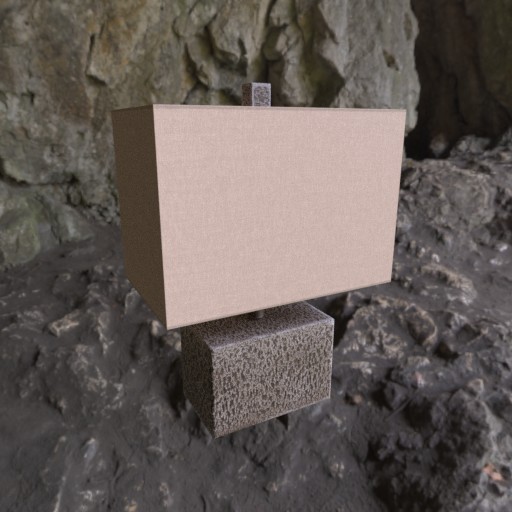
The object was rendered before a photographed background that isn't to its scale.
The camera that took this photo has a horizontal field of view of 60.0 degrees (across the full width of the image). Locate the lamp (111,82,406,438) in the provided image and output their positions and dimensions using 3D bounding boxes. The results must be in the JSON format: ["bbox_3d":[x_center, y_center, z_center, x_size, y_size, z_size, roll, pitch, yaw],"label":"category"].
[{"bbox_3d":[0.000,0.000,0.566,0.294,0.411,0.180,-9,19,-27],"label":"lamp"}]
